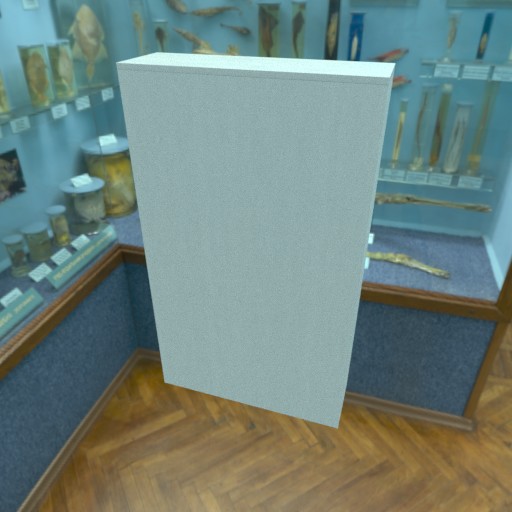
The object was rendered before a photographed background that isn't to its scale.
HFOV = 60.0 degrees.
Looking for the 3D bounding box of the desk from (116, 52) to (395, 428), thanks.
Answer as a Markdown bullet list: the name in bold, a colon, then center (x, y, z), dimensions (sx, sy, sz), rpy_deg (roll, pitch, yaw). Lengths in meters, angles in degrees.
- **desk**: center (0.000, 0.000, 1.585), dimensions (0.750, 1.280, 0.250), rpy_deg (10, 33, 15)
